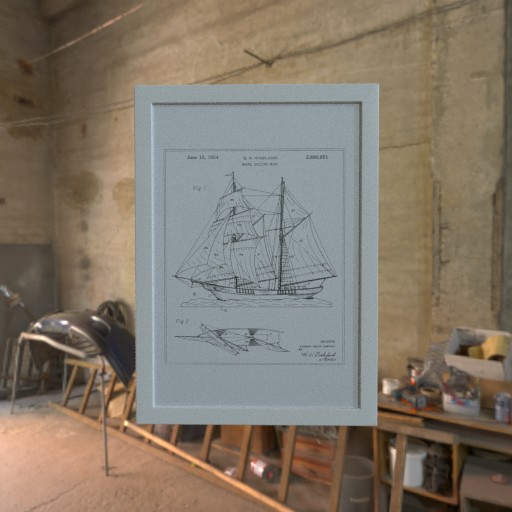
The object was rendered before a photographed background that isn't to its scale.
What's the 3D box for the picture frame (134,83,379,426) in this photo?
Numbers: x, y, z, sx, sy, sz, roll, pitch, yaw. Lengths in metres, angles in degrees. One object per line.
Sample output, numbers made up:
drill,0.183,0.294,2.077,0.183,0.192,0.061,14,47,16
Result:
picture frame,0.000,0.000,0.699,0.381,0.534,0.012,0,1,1
